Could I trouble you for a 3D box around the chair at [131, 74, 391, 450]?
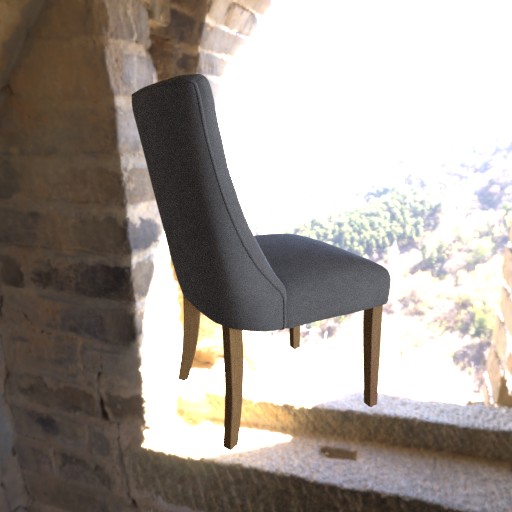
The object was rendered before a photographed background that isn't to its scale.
[{"bbox_3d":[0.000,0.000,1.274,0.610,0.902,0.495,-8,17,-27],"label":"chair"}]
